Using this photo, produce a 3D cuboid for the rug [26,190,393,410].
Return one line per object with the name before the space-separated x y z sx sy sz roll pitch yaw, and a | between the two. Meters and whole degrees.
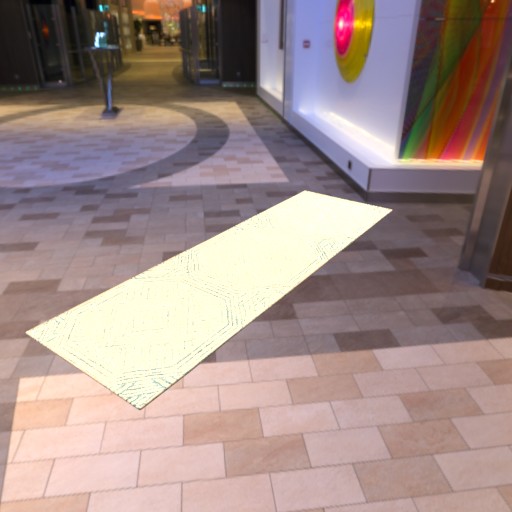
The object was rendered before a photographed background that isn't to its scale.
rug | 0.000 0.000 2.666 0.775 0.012 2.452 18 32 32
